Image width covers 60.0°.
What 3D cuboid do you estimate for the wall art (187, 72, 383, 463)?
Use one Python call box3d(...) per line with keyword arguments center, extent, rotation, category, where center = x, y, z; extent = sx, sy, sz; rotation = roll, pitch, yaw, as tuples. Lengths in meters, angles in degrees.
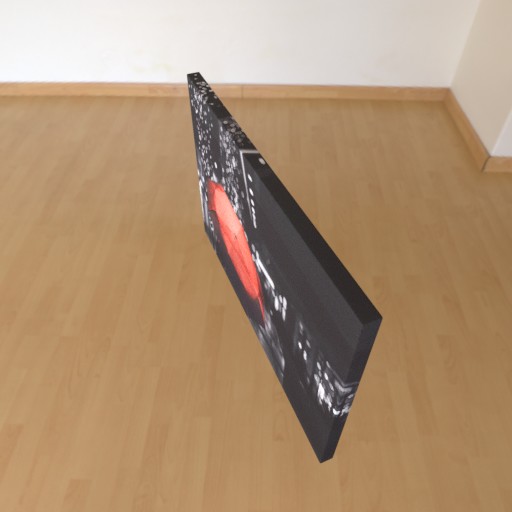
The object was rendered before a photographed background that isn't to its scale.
box3d(center=(0.000, 0.000, 1.180), extent=(0.038, 0.609, 0.914), rotation=(-17, 49, -15), category="wall art")
